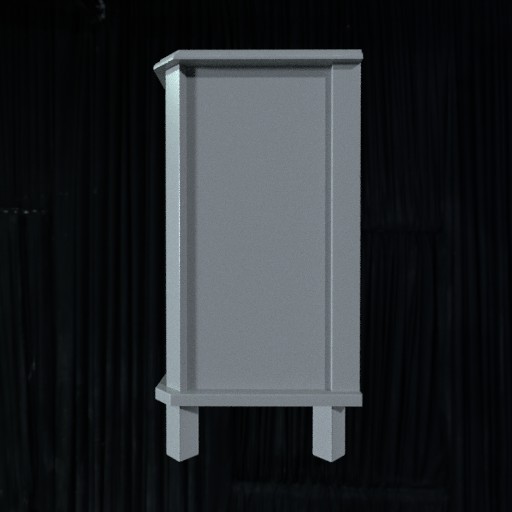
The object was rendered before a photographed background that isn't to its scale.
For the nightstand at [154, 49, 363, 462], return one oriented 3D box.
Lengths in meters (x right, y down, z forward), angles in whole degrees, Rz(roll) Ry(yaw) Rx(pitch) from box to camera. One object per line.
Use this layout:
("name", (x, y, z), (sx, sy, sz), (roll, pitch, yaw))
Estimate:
("nightstand", (0.000, 0.000, 0.936), (0.348, 0.680, 0.435), (0, 1, 0))
